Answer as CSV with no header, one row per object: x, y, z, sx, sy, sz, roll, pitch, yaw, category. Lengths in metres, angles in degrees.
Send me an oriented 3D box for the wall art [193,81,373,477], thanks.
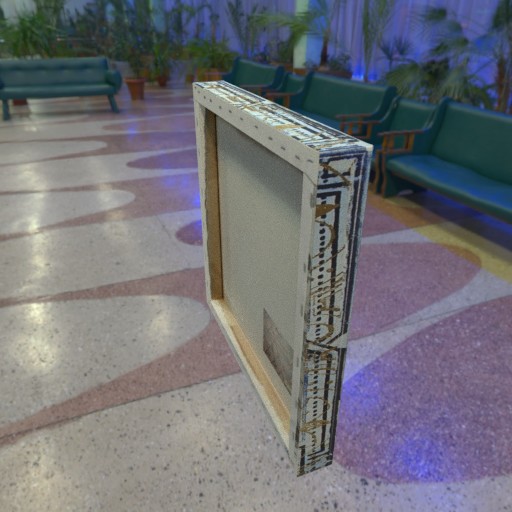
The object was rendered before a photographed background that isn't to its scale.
0.000,0.000,0.464,0.038,0.306,0.302,-11,31,-19,wall art
